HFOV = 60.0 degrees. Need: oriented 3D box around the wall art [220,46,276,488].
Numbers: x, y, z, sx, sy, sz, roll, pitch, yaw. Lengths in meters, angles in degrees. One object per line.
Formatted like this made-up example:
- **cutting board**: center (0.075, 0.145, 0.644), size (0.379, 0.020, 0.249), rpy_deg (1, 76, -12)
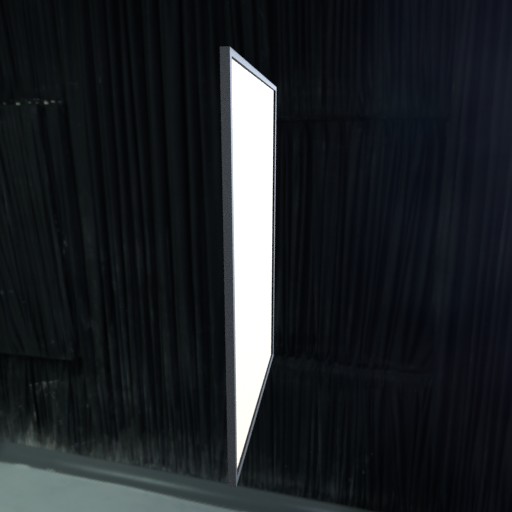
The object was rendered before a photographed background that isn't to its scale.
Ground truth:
- **wall art**: center (0.000, 0.000, 0.851), size (0.013, 0.657, 0.457), rpy_deg (3, 15, 9)
